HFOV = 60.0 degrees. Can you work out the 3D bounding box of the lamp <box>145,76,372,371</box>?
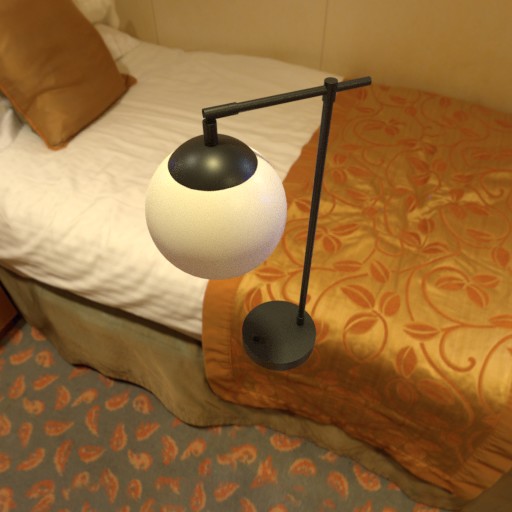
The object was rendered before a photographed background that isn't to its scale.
[{"bbox_3d":[0.000,0.000,0.728,0.316,0.559,0.197,-17,49,-15],"label":"lamp"}]
